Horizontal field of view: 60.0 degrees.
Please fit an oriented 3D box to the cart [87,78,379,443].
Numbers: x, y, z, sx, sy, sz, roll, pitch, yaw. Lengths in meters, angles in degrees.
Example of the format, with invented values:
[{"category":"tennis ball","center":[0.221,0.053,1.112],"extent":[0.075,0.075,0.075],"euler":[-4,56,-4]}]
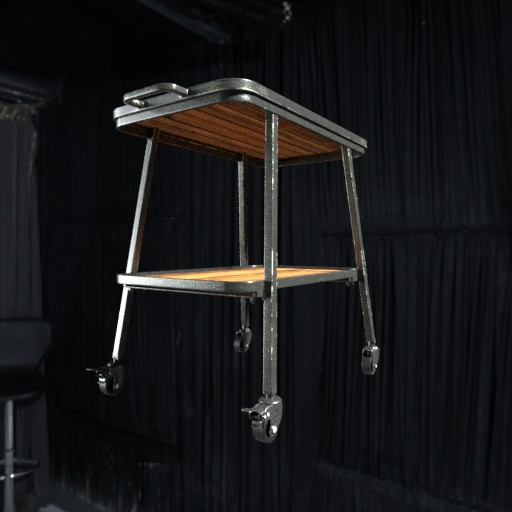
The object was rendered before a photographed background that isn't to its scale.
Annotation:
[{"category":"cart","center":[0.000,0.000,1.233],"extent":[0.515,0.700,0.806],"euler":[1,2,35]}]
